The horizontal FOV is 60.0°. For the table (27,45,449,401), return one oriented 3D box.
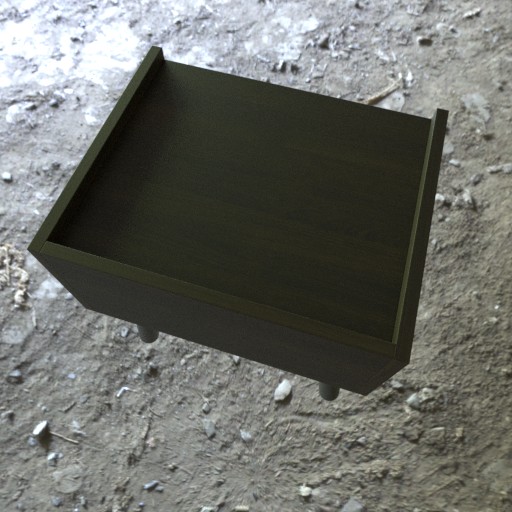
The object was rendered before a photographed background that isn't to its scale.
[{"bbox_3d":[0.000,0.000,0.780,0.450,0.470,0.370,16,64,8],"label":"table"}]
